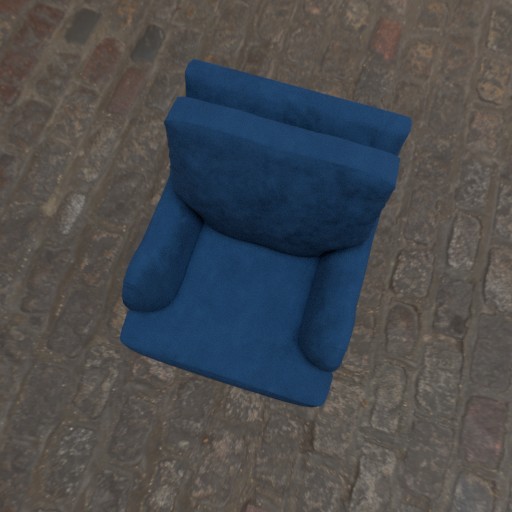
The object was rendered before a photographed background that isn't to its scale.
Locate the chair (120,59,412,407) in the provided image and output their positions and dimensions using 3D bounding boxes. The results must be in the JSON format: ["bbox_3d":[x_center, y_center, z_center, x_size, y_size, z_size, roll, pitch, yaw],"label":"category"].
[{"bbox_3d":[0.000,0.000,1.889,0.895,1.076,1.078,17,77,4],"label":"chair"}]
